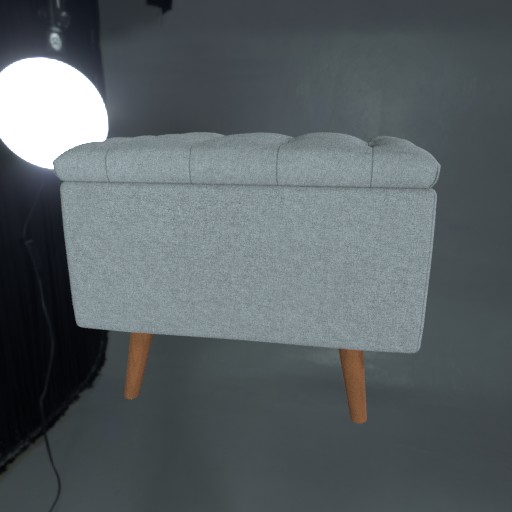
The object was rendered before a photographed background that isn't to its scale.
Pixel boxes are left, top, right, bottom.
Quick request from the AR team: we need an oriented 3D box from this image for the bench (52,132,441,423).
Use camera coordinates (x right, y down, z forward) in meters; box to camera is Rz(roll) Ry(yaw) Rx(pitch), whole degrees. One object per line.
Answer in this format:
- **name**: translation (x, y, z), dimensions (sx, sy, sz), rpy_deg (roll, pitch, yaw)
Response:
- **bench**: translation (0.000, 0.000, 0.874), dimensions (0.572, 0.469, 0.417), rpy_deg (3, 16, 9)
